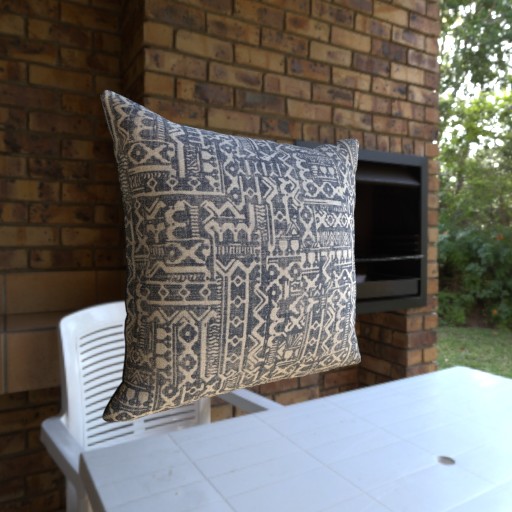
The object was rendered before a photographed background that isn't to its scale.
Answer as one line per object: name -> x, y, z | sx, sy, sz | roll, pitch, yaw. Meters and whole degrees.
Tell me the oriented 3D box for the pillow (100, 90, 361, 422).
pillow -> 0.000, 0.000, 0.794 | 0.546, 0.487, 0.180 | -1, 2, -35
